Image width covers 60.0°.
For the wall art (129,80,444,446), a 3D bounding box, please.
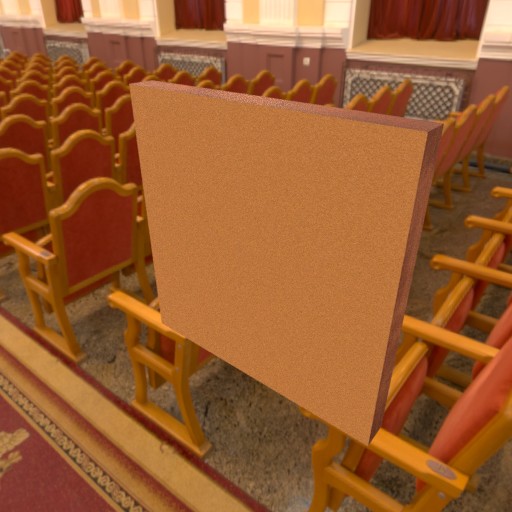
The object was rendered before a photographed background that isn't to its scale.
[{"bbox_3d":[0.000,0.000,0.570,0.386,0.385,0.038,22,36,33],"label":"wall art"}]
